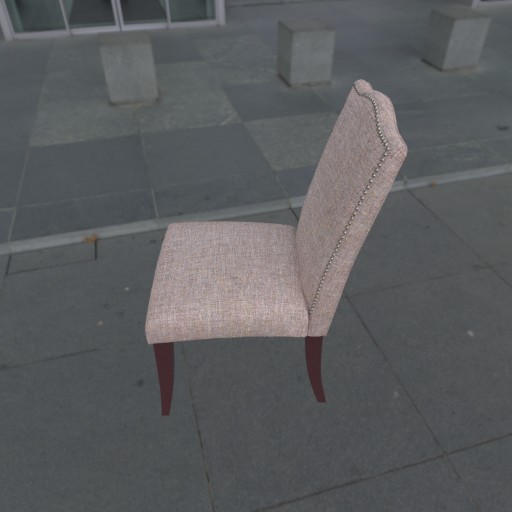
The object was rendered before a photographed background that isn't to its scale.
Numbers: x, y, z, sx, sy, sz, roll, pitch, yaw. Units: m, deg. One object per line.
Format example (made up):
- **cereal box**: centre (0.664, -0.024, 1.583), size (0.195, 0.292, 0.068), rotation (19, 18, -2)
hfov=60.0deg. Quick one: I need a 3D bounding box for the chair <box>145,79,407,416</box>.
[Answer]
- **chair**: centre (0.000, 0.000, 1.409), size (0.660, 1.016, 0.513), rotation (0, 40, -1)
